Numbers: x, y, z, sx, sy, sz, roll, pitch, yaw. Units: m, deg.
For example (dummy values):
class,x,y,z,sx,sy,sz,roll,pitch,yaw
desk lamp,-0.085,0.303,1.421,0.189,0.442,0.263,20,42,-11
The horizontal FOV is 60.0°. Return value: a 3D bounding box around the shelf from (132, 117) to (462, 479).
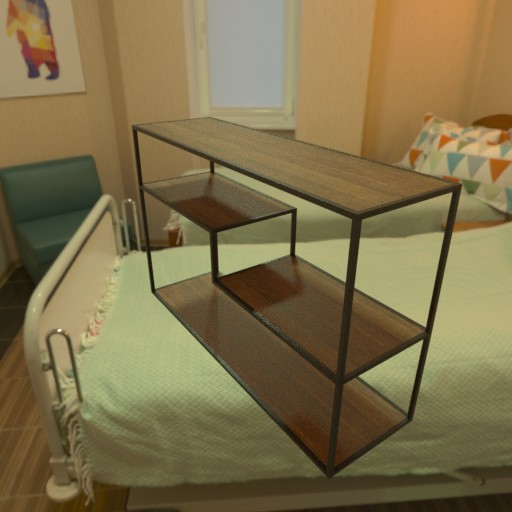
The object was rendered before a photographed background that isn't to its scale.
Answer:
class,x,y,z,sx,sy,sz,roll,pitch,yaw
shelf,0.000,0.000,1.565,0.361,0.765,1.201,-17,31,-31
